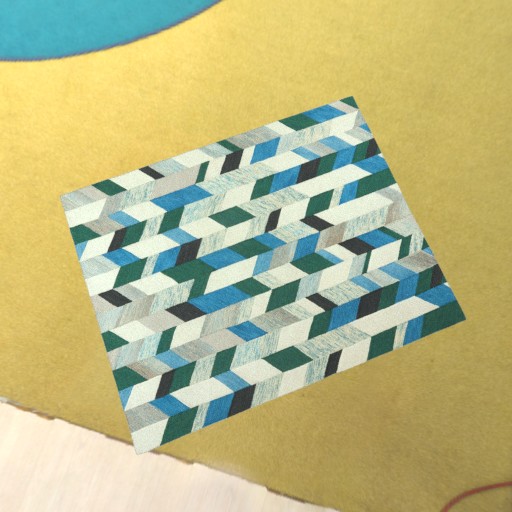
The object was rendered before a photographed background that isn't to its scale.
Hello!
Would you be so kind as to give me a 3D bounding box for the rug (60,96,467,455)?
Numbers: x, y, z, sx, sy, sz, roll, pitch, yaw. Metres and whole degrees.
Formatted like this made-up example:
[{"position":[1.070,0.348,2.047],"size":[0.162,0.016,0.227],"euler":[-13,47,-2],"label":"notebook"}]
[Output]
[{"position":[0.000,0.000,4.039],"size":[3.036,0.008,2.440],"euler":[-21,76,-5],"label":"rug"}]
